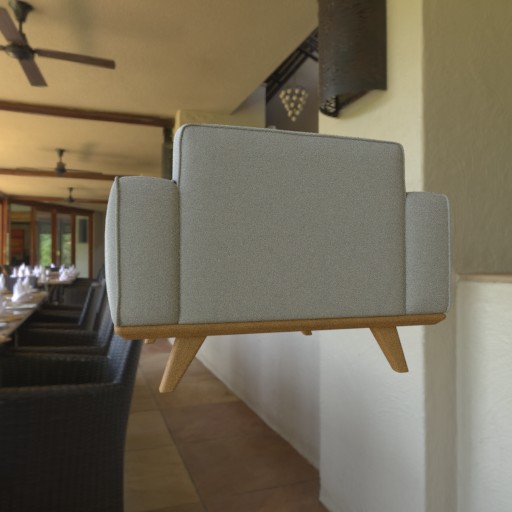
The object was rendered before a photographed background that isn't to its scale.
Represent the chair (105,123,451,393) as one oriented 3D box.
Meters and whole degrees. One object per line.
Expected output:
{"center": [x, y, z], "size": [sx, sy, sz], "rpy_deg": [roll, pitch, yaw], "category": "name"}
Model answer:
{"center": [0.000, 0.000, 1.746], "size": [1.115, 0.779, 0.953], "rpy_deg": [0, -1, -17], "category": "chair"}
